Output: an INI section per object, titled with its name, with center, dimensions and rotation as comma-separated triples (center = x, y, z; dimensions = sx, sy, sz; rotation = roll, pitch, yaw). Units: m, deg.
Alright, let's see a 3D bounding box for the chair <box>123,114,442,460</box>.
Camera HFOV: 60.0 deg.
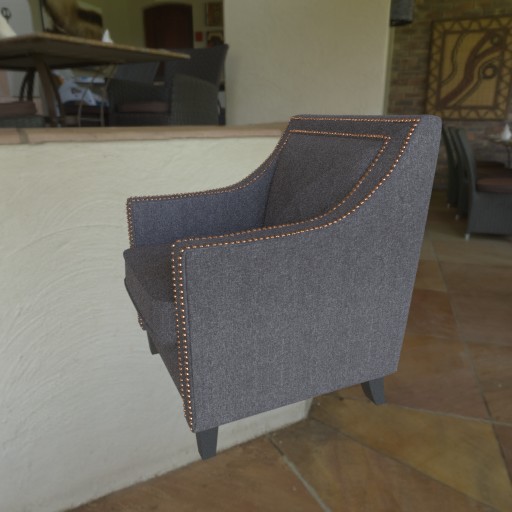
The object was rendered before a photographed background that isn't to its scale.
[chair]
center = 0.000, 0.000, 1.590
dimensions = 0.884, 0.967, 0.776
rotation = -8, 20, -24
